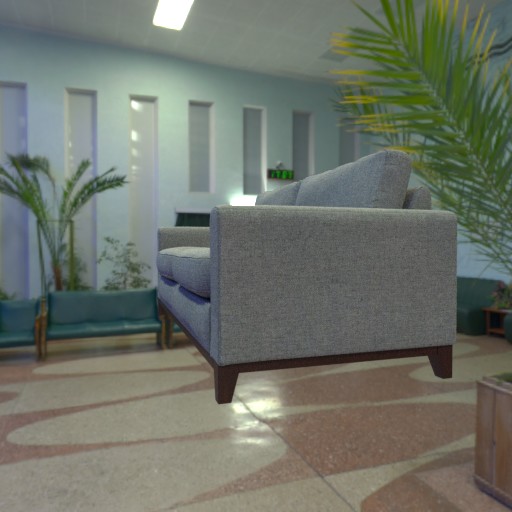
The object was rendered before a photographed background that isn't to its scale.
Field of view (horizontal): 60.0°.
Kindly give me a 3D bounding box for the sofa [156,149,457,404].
[{"bbox_3d":[0.000,0.000,2.450,0.969,0.892,1.978,0,1,-18],"label":"sofa"}]
